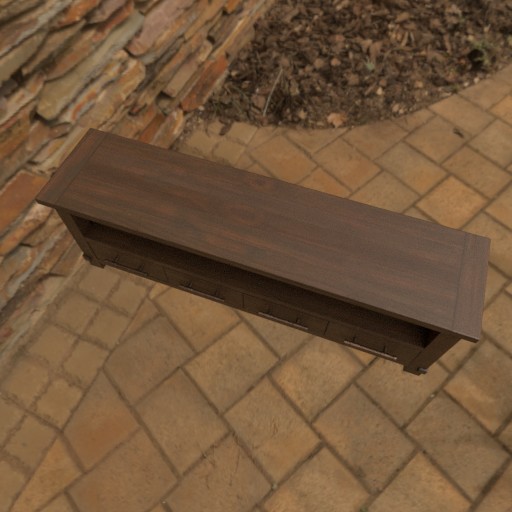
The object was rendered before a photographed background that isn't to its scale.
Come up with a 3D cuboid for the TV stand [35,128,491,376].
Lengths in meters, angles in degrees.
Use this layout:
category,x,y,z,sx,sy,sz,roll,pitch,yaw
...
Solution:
category,x,y,z,sx,sy,sz,roll,pitch,yaw
TV stand,0.000,0.000,2.116,1.866,0.615,0.471,17,61,10
